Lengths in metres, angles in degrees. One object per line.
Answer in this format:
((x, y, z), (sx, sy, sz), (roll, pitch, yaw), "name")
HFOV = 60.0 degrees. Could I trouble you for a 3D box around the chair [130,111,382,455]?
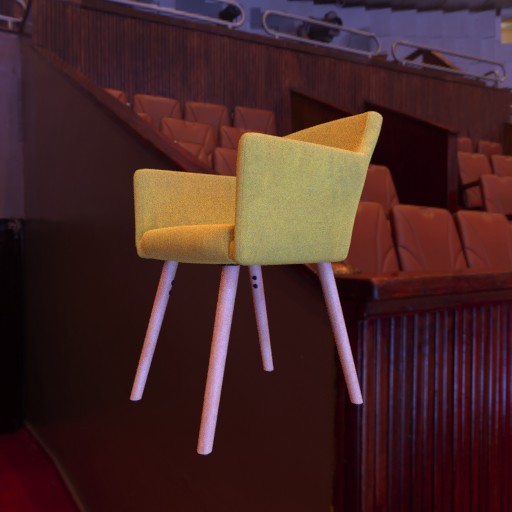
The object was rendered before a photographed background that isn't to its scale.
((0.000, 0.000, 1.201), (0.570, 0.780, 0.570), (-1, 2, -37), "chair")
